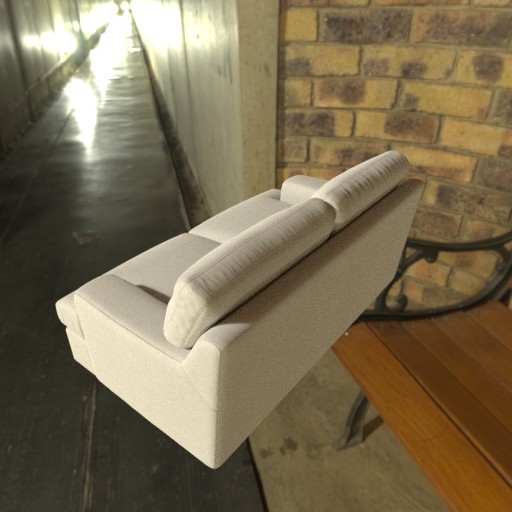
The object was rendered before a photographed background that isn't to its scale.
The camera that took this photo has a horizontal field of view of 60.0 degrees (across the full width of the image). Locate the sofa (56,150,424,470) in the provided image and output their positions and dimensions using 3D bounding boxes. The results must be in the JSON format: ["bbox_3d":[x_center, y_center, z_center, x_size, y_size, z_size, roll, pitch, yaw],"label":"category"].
[{"bbox_3d":[0.000,0.000,2.461,1.143,0.940,1.880,22,38,32],"label":"sofa"}]
